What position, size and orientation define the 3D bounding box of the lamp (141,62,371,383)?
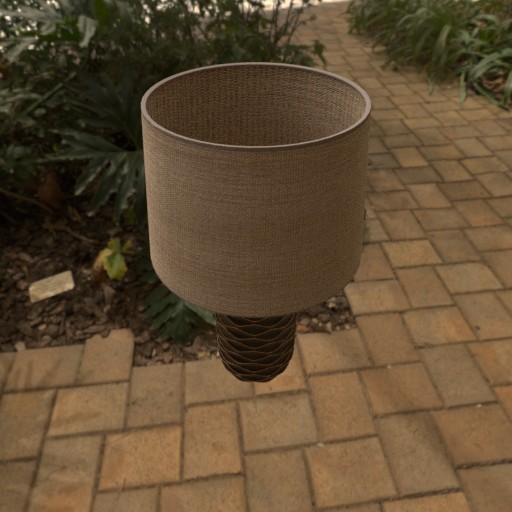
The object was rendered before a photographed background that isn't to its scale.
[{"bbox_3d":[0.000,0.000,0.825,0.376,0.594,0.376,0,40,0],"label":"lamp"}]
